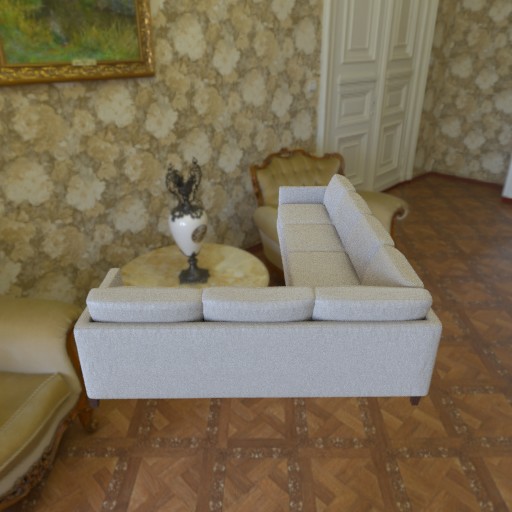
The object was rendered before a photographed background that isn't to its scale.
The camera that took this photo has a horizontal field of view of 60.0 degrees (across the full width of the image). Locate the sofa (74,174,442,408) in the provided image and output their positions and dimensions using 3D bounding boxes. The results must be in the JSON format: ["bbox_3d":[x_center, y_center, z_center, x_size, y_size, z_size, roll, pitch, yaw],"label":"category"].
[{"bbox_3d":[0.000,0.000,4.525,2.522,0.934,3.333,0,25,-1],"label":"sofa"}]
